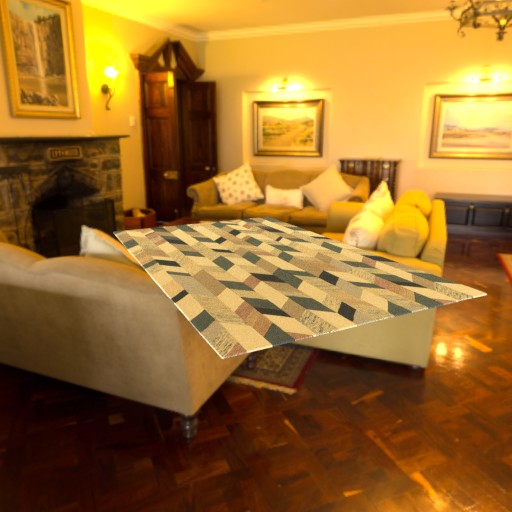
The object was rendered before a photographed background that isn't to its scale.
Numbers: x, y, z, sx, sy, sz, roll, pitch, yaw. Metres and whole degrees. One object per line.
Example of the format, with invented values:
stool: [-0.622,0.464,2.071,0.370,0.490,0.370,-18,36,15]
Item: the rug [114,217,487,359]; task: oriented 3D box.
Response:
rug: [0.000,0.000,3.044,1.513,0.008,2.423,-8,18,-26]
